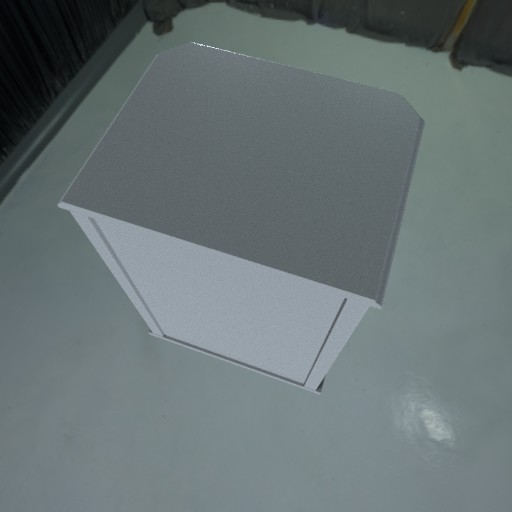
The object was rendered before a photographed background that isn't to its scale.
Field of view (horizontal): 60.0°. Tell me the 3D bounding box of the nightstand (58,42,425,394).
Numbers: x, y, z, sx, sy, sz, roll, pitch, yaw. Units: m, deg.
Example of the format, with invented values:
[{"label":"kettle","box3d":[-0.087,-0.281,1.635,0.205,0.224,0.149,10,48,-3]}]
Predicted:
[{"label":"nightstand","box3d":[0.000,0.000,0.917,0.435,0.680,0.348,17,64,9]}]
